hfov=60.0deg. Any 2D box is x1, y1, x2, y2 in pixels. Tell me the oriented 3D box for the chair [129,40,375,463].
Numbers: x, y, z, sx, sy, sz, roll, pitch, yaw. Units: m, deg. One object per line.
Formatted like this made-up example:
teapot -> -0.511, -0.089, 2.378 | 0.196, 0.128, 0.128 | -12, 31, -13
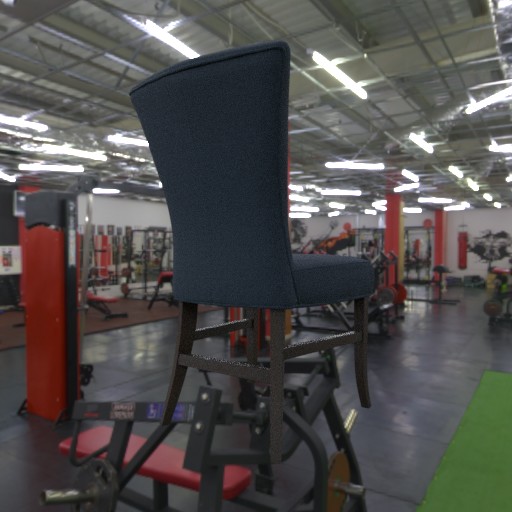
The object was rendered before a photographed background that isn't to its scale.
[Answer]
chair -> 0.000, 0.000, 1.340 | 0.520, 0.991, 0.660 | 1, 1, 36
